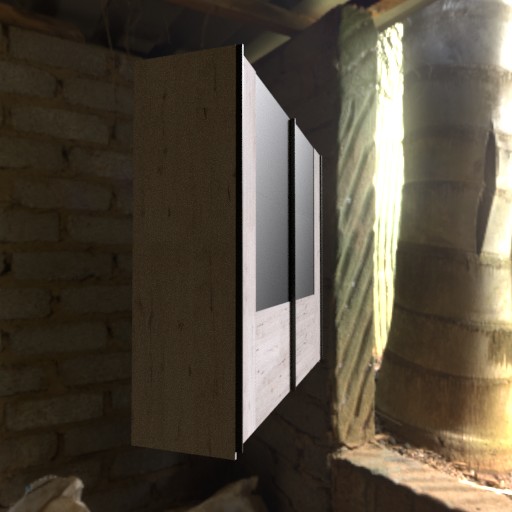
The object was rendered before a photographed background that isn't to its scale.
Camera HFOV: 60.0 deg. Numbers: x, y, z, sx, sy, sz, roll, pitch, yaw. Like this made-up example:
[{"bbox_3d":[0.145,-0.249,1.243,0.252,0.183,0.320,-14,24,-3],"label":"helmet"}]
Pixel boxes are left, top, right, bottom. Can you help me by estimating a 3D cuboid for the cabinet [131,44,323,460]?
[{"bbox_3d":[0.000,0.000,3.602,0.660,2.180,2.500,0,-1,18],"label":"cabinet"}]
